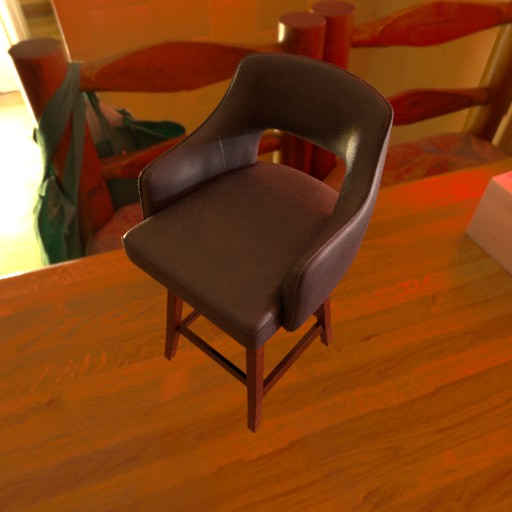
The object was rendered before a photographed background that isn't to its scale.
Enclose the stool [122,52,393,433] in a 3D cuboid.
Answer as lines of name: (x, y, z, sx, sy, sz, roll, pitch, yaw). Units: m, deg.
stool: (0.000, 0.000, 1.276, 0.550, 0.936, 0.560, 32, 55, 26)
